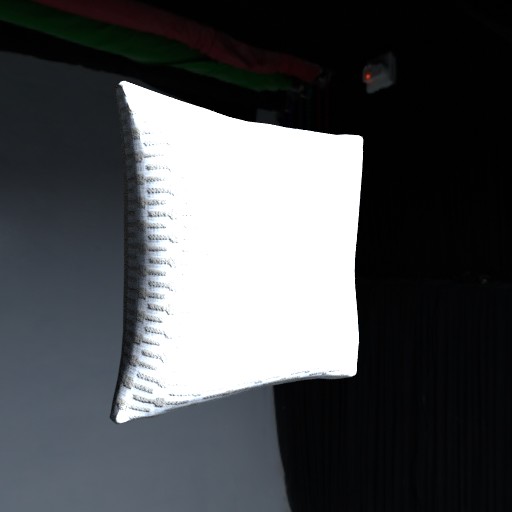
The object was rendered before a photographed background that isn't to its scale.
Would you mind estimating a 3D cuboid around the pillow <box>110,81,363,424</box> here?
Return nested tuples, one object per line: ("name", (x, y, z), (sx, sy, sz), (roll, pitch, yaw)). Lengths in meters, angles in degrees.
("pillow", (0.000, 0.000, 0.774), (0.496, 0.491, 0.219), (0, -1, -35))
